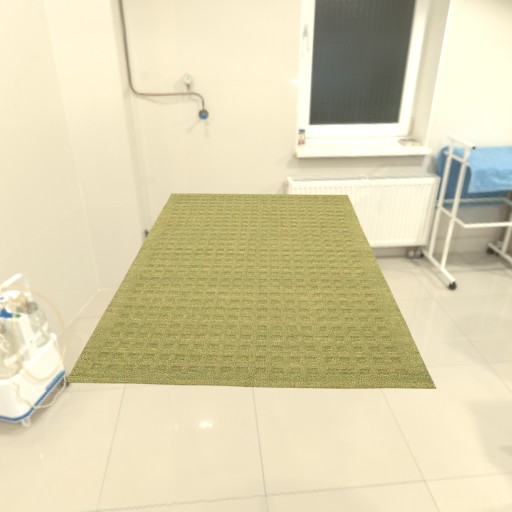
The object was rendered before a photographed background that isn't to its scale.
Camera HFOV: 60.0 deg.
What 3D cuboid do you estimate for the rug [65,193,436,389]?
[{"bbox_3d":[0.000,0.000,2.827,1.529,0.007,2.297,1,28,1],"label":"rug"}]
